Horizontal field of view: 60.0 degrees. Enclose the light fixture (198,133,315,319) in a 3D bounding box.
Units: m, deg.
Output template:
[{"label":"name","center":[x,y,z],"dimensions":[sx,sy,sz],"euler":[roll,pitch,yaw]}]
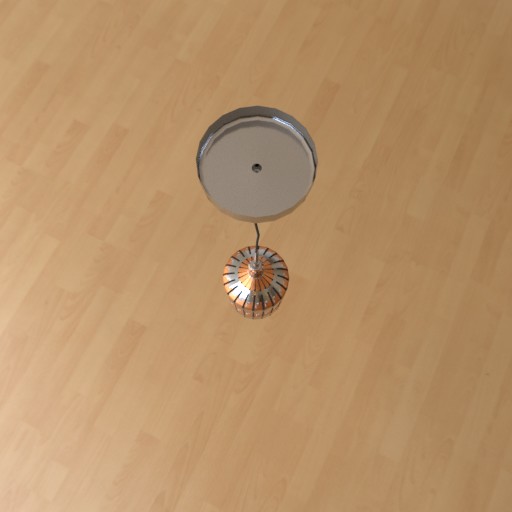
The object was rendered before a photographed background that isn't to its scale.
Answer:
[{"label":"light fixture","center":[0.000,0.000,1.645],"dimensions":[0.303,1.535,0.303],"euler":[0,75,0]}]
